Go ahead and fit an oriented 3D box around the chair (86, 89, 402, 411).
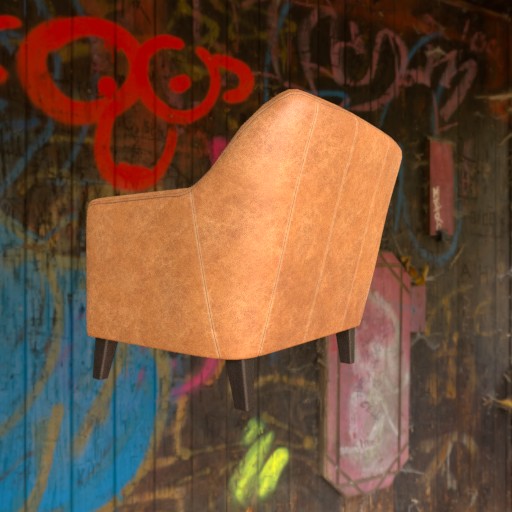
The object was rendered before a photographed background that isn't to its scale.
[{"bbox_3d":[0.000,0.000,1.868,1.034,0.980,1.037,0,0,37],"label":"chair"}]
